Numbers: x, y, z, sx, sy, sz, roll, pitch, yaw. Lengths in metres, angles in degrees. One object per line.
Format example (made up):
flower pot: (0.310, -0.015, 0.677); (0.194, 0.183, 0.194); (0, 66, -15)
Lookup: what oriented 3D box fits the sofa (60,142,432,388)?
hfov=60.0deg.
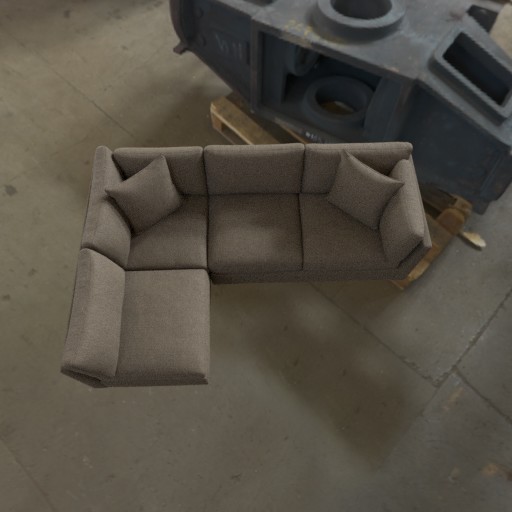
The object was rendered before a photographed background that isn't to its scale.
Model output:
sofa: (0.000, 0.000, 3.802); (2.896, 0.978, 1.994); (-1, 64, -1)
